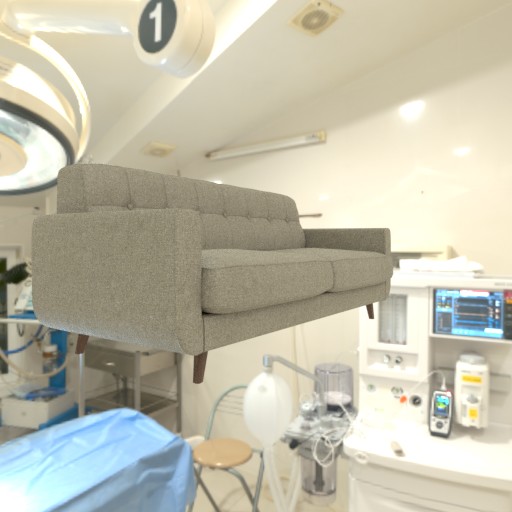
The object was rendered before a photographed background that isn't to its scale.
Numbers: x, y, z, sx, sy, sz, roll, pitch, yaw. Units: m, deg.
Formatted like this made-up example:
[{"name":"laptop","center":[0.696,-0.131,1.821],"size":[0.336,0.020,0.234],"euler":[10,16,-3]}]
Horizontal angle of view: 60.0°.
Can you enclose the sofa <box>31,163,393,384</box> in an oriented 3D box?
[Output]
[{"name":"sofa","center":[0.000,0.000,2.494],"size":[0.968,0.873,2.055],"euler":[1,2,36]}]
